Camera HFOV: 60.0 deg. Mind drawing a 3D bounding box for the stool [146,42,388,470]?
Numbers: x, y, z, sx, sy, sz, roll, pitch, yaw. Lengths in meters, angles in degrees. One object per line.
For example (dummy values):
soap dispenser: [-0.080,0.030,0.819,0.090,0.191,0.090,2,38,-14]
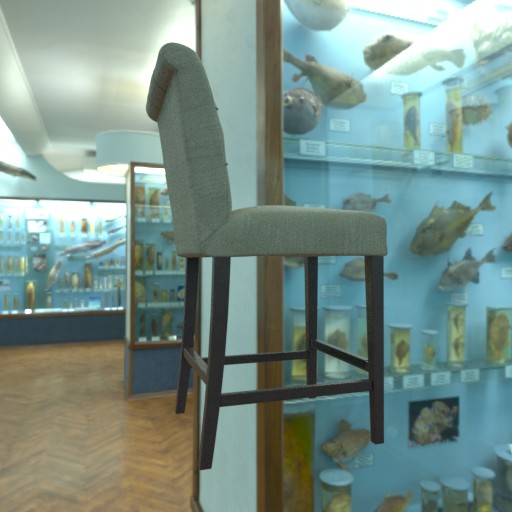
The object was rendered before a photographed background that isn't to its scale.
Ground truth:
stool: [0.000,0.000,1.406,0.660,1.084,0.486,0,0,-18]
